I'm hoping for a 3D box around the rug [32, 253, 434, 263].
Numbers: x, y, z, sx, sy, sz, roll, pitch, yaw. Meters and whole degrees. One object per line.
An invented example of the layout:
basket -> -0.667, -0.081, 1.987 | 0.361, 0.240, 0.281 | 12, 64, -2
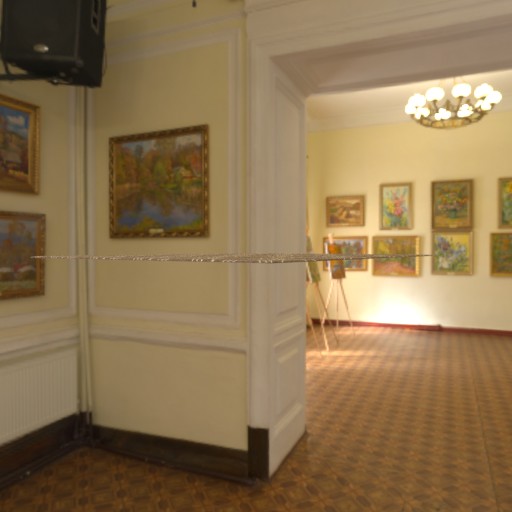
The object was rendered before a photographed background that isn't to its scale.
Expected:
rug -> 0.000, 0.000, 4.227 | 2.457, 0.012, 3.062 | 1, 1, 37
